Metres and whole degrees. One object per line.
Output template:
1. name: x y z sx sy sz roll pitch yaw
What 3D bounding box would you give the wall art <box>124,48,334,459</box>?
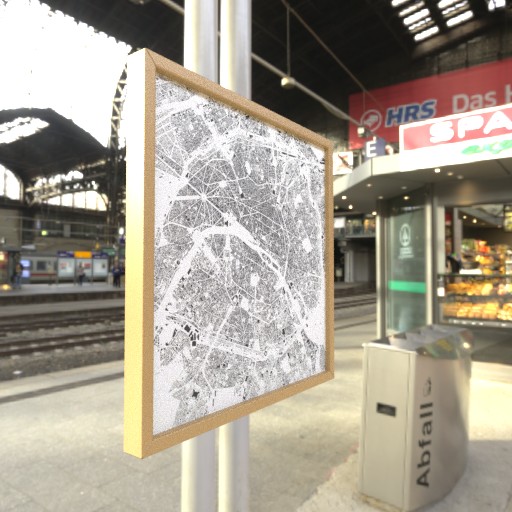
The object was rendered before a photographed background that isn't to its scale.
1. wall art: 0.000 0.000 0.760 0.036 0.509 0.509 -1 -2 37
